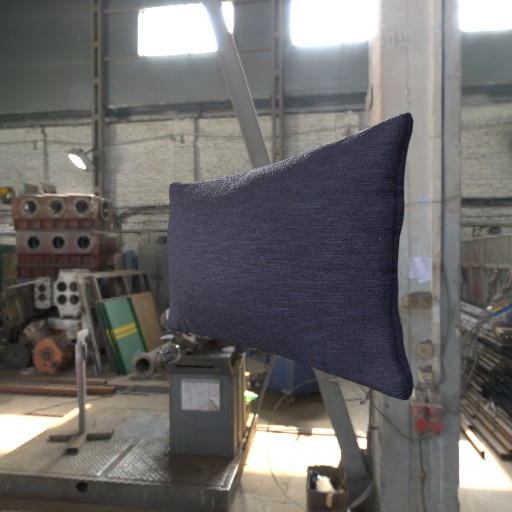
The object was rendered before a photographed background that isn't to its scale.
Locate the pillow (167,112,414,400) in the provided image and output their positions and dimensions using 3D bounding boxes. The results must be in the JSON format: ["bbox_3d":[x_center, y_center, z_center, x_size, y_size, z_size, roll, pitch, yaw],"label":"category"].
[{"bbox_3d":[0.000,0.000,0.773,0.210,0.338,0.633,0,0,-36],"label":"pillow"}]
